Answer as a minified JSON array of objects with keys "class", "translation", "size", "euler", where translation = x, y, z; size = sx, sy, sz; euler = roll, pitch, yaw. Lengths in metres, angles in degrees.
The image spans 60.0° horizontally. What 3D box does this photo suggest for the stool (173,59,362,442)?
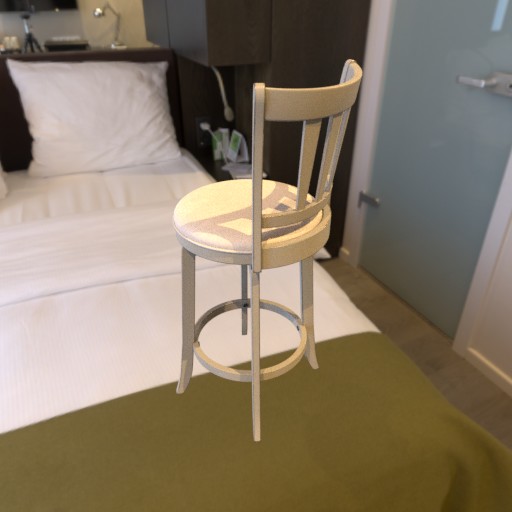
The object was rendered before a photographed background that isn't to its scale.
[{"class":"stool","translation":[0.000,0.000,1.302],"size":[0.475,1.042,0.436],"euler":[20,36,30]}]
